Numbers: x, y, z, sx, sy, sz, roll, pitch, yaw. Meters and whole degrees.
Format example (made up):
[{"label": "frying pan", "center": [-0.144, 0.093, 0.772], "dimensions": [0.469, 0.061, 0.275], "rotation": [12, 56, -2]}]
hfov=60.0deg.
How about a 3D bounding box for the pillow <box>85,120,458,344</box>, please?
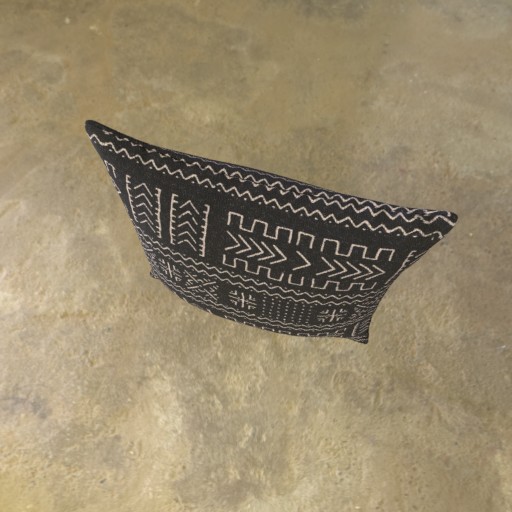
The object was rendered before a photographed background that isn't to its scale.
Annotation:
[{"label": "pillow", "center": [0.000, 0.000, 0.670], "dimensions": [0.438, 0.430, 0.164], "rotation": [16, 64, 8]}]
